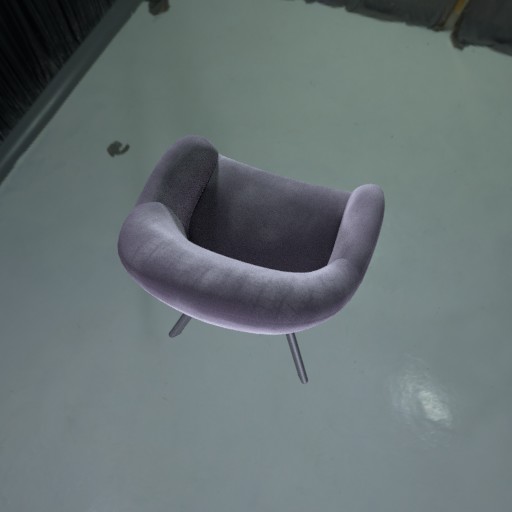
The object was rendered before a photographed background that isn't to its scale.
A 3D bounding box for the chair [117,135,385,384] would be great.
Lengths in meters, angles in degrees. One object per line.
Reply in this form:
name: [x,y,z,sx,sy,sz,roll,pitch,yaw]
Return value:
chair: [0.000,0.000,1.191,0.550,0.795,0.590,17,66,8]
